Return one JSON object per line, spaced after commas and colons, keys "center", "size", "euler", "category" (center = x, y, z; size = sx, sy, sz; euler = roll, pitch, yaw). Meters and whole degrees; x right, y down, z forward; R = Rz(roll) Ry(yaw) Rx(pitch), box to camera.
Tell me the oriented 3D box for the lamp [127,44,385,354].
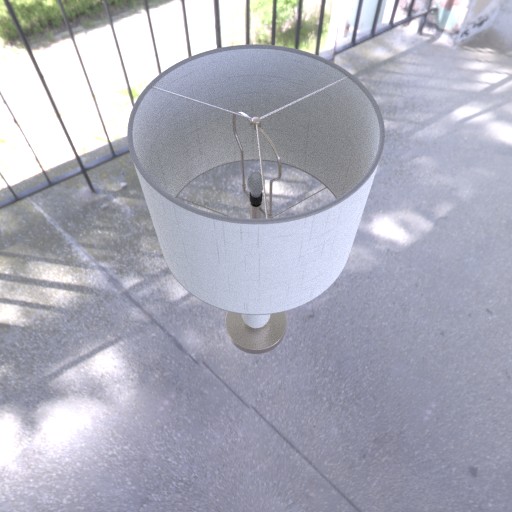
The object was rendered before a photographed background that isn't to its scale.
{"center": [0.000, 0.000, 0.720], "size": [0.280, 0.559, 0.282], "euler": [-30, 63, -18], "category": "lamp"}
